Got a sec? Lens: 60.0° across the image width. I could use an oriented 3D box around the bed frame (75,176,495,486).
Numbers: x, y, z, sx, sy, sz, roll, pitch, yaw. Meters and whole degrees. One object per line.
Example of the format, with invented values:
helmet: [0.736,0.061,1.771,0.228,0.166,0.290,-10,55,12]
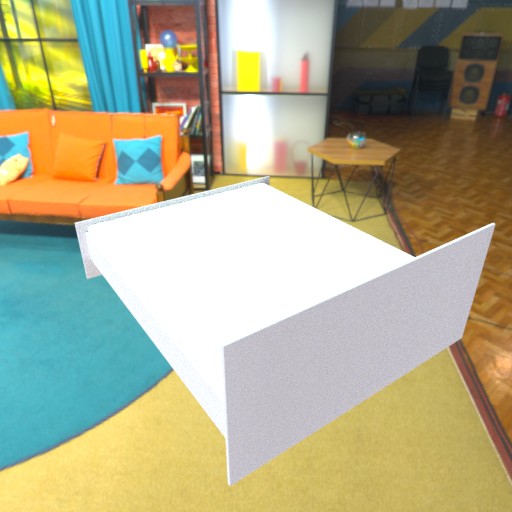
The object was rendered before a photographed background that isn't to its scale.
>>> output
bed frame: [0.000,0.000,2.897,1.720,0.800,2.060,-19,35,-30]
